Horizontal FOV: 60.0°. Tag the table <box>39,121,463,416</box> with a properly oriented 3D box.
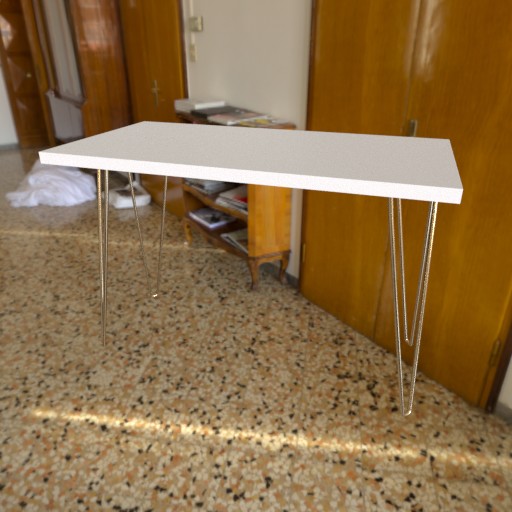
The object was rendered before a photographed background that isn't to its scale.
[{"bbox_3d":[0.000,0.000,1.333,0.991,0.660,0.498,8,27,17],"label":"table"}]
